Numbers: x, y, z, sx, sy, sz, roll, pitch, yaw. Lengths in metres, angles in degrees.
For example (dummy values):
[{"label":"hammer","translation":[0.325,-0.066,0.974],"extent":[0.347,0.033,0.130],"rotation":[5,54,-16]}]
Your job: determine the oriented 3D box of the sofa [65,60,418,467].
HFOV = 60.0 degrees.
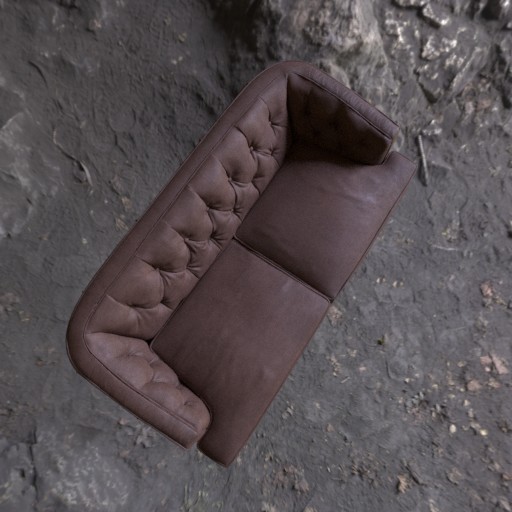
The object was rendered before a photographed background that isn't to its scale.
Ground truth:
[{"label":"sofa","translation":[0.000,0.000,2.218],"extent":[0.917,0.799,1.767],"rotation":[33,77,9]}]
